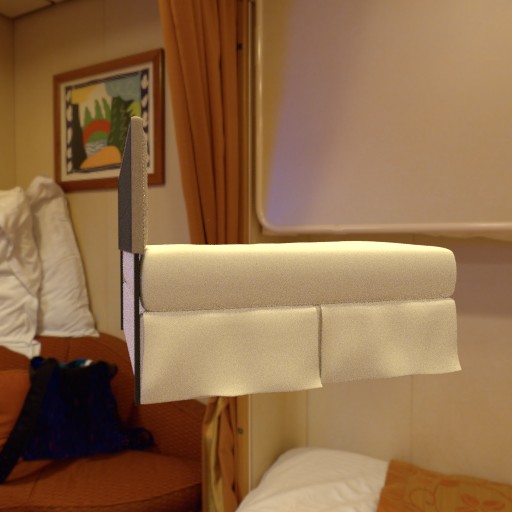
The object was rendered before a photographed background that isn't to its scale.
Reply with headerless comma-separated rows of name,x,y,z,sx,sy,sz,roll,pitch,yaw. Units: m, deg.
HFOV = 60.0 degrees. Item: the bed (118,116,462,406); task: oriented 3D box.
bed,0.000,0.000,3.323,1.914,1.346,2.170,0,1,-19
